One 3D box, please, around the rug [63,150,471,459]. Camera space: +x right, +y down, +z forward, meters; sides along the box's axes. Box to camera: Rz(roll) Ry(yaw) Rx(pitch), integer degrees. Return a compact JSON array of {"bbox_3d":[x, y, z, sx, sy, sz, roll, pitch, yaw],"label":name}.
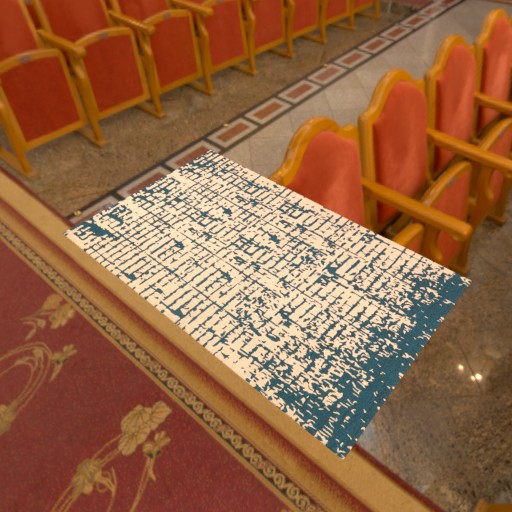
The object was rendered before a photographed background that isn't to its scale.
[{"bbox_3d":[0.000,0.000,3.075,2.435,0.011,1.517,32,53,28],"label":"rug"}]
